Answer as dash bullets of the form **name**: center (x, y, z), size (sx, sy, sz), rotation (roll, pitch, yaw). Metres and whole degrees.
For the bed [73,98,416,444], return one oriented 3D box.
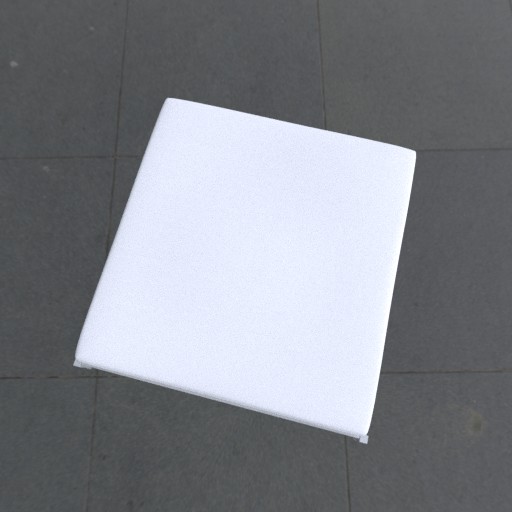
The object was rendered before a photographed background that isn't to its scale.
- **bed**: center (0.000, 0.000, 3.189), size (2.007, 0.510, 2.108), rotation (14, 75, 4)
